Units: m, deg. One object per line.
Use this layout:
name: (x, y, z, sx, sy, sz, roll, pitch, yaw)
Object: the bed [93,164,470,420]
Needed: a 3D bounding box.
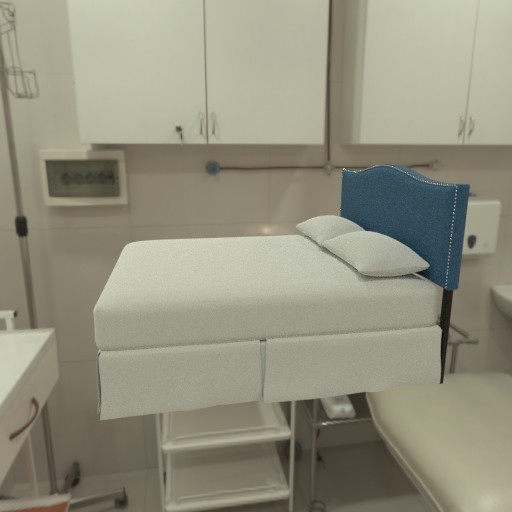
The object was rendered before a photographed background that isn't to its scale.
bed: (0.000, 0.000, 2.901, 1.872, 1.169, 1.610, -2, 14, -10)
